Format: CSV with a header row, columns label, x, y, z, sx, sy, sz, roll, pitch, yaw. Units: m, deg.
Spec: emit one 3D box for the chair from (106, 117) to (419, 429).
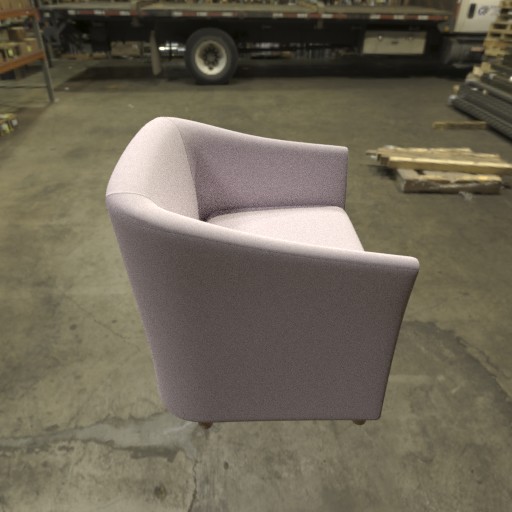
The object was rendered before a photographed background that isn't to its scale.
label,x,y,z,sx,sy,sz,roll,pitch,yaw
chair,0.000,0.000,1.380,0.700,0.720,0.790,-1,32,-1
